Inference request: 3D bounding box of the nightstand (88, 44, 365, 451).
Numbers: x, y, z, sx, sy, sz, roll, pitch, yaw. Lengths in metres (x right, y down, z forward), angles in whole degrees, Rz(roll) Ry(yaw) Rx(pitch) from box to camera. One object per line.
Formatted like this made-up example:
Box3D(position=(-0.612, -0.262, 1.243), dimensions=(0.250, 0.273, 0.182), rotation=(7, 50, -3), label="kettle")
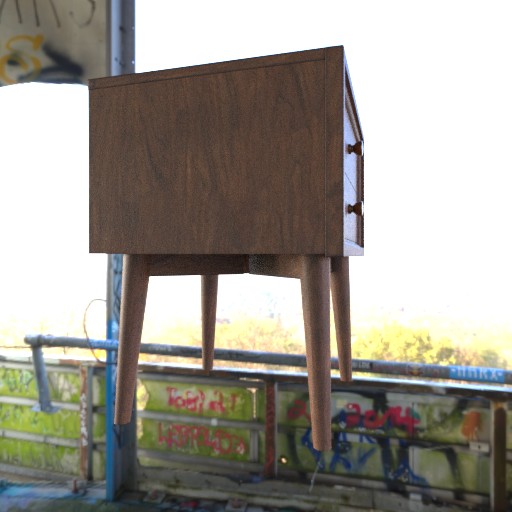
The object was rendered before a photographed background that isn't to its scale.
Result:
Box3D(position=(0.000, 0.000, 0.944), dimensions=(0.445, 0.607, 0.521), rotation=(0, 0, 17), label="nightstand")
